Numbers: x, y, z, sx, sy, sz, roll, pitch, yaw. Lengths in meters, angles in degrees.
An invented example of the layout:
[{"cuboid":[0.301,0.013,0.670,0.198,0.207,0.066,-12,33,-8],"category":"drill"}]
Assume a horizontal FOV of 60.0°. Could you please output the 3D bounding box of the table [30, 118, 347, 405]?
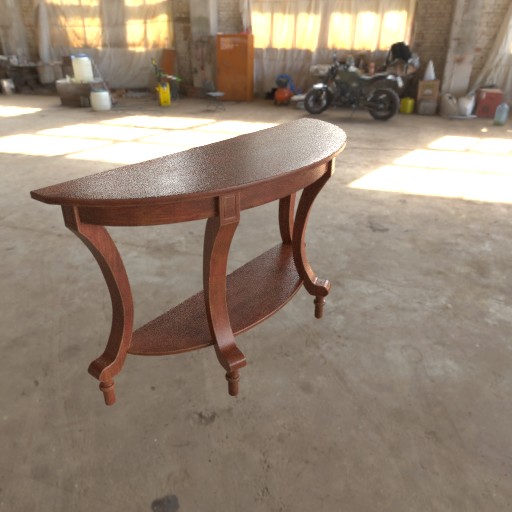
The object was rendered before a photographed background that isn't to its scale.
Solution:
[{"cuboid":[0.000,0.000,1.494,0.394,0.699,1.198,19,33,33],"category":"table"}]
